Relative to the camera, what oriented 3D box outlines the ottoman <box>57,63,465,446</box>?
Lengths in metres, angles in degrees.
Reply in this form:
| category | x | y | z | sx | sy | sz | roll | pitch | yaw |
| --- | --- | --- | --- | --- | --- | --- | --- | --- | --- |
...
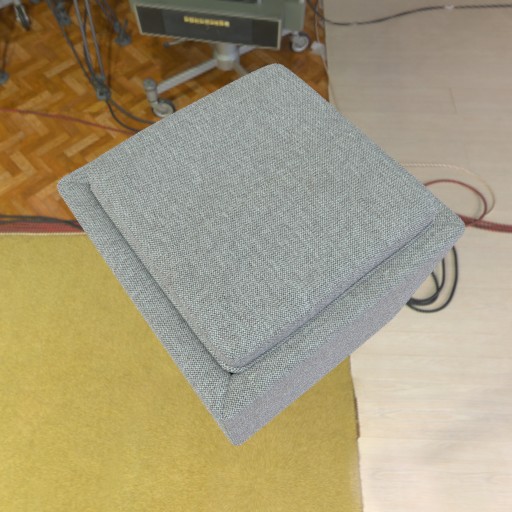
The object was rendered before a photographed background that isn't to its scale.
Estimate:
| category | x | y | z | sx | sy | sz | roll | pitch | yaw |
| --- | --- | --- | --- | --- | --- | --- | --- | --- | --- |
| ottoman | 0.000 | 0.000 | 0.815 | 0.450 | 0.460 | 0.450 | -35 | 68 | -16 |
